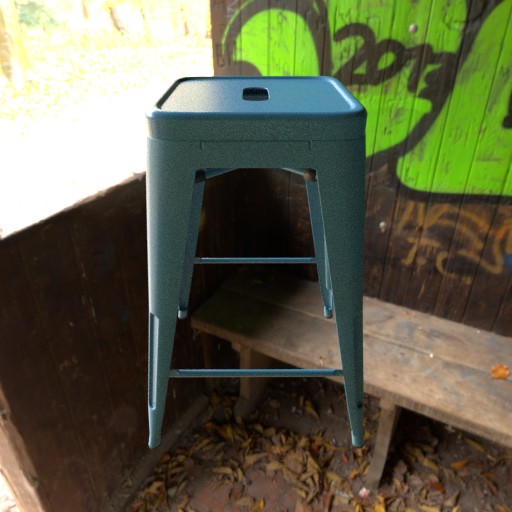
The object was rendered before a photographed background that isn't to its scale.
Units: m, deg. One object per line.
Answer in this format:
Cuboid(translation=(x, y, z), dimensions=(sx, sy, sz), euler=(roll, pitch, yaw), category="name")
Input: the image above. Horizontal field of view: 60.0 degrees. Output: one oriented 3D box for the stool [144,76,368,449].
Cuboid(translation=(0.000, 0.000, 0.856), dimensions=(0.410, 0.608, 0.410), euler=(0, 31, 0), category="stool")
